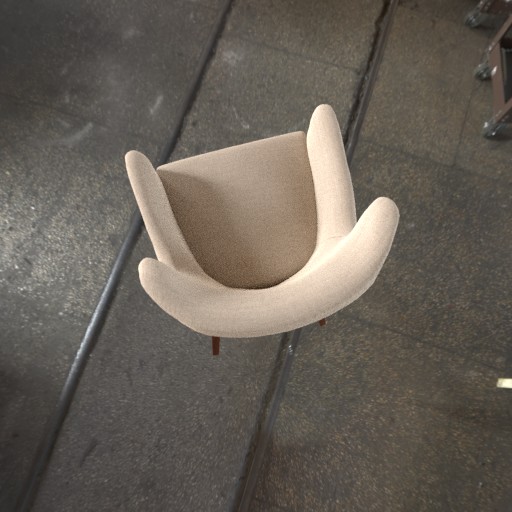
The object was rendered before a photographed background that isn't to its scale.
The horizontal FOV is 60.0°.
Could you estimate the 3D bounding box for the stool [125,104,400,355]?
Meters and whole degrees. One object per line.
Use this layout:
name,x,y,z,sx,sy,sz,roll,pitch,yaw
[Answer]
stool,0.000,0.000,1.388,0.556,1.034,0.563,-15,75,-4
